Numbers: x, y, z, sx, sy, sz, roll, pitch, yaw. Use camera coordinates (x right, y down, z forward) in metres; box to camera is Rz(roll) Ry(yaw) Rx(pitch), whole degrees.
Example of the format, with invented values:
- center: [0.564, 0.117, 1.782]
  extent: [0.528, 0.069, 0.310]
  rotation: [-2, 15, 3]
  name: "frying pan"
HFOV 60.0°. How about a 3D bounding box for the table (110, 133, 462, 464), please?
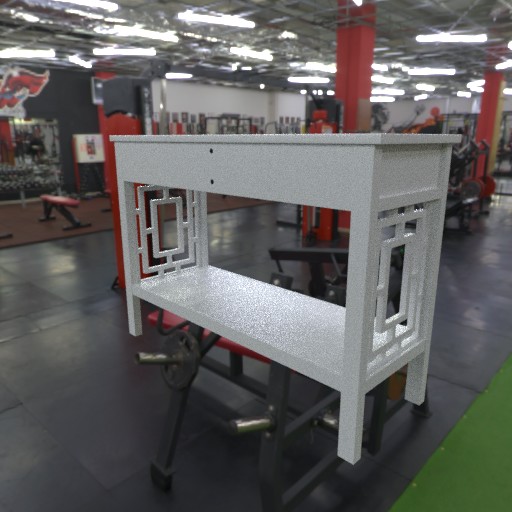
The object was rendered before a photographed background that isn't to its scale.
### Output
- center: [0.000, 0.000, 1.431]
  extent: [0.397, 0.753, 1.068]
  rotation: [-14, 21, -43]
  name: "table"
